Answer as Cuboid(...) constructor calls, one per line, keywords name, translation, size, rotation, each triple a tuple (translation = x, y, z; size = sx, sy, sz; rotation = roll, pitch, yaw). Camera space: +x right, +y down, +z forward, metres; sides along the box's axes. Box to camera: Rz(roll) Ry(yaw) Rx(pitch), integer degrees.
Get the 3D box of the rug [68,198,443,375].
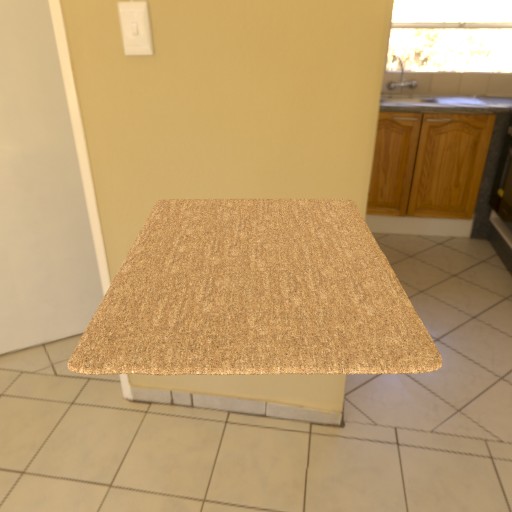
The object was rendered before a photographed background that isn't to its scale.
Cuboid(name="rug", translation=(0.000, 0.000, 3.798), size=(2.242, 0.050, 2.873), rotation=(0, 27, 0))
